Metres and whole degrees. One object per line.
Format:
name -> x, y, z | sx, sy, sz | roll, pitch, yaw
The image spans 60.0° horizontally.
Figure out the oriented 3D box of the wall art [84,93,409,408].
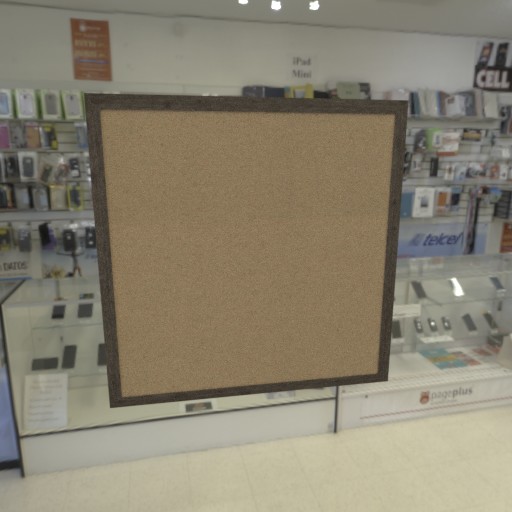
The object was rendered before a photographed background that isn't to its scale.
wall art -> 0.000, 0.000, 0.674 | 0.457, 0.457, 0.013 | -2, 13, -10
